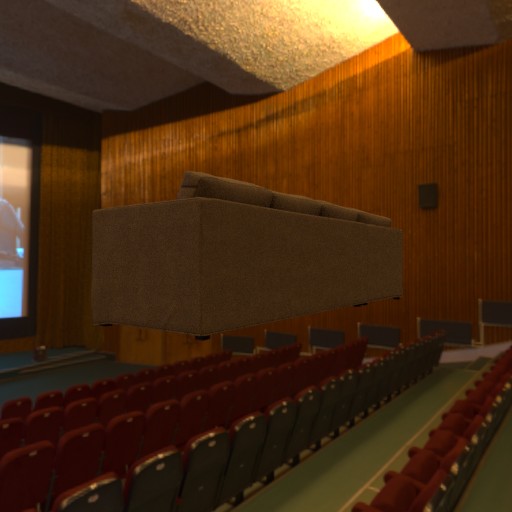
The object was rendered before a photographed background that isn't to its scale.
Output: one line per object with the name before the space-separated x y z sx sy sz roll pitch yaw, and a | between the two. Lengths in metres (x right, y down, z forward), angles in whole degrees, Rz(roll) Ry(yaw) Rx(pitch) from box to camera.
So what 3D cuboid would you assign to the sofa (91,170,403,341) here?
sofa | 0.000 0.000 3.973 1.650 0.922 3.205 0 -1 36
